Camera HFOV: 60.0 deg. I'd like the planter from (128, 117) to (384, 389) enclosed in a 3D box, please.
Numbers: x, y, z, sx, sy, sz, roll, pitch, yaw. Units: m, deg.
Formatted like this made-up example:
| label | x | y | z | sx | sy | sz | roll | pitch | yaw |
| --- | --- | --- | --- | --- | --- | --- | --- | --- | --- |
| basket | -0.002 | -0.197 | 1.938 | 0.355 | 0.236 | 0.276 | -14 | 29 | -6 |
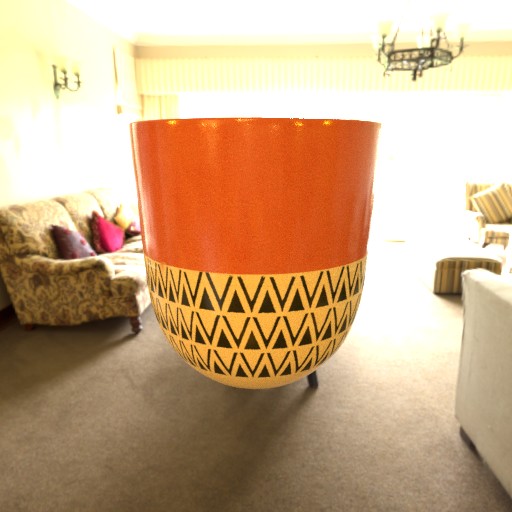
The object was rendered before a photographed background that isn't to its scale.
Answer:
| label | x | y | z | sx | sy | sz | roll | pitch | yaw |
| --- | --- | --- | --- | --- | --- | --- | --- | --- | --- |
| planter | 0.000 | 0.000 | 0.377 | 0.195 | 0.214 | 0.195 | 0 | 14 | 0 |
